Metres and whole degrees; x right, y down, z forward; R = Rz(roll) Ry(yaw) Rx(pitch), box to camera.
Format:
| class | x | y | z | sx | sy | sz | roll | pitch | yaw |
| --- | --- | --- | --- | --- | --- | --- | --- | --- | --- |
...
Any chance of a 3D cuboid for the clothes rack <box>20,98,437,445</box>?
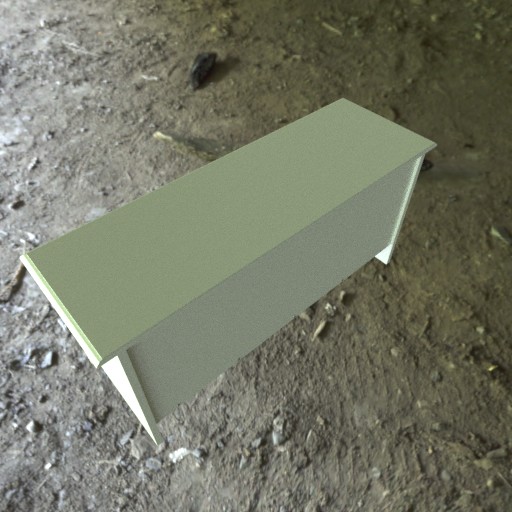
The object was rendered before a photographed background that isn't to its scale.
| class | x | y | z | sx | sy | sz | roll | pitch | yaw |
| --- | --- | --- | --- | --- | --- | --- | --- | --- | --- |
| clothes rack | 0.000 | 0.000 | 1.471 | 1.218 | 0.558 | 0.405 | -33 | 55 | -27 |
